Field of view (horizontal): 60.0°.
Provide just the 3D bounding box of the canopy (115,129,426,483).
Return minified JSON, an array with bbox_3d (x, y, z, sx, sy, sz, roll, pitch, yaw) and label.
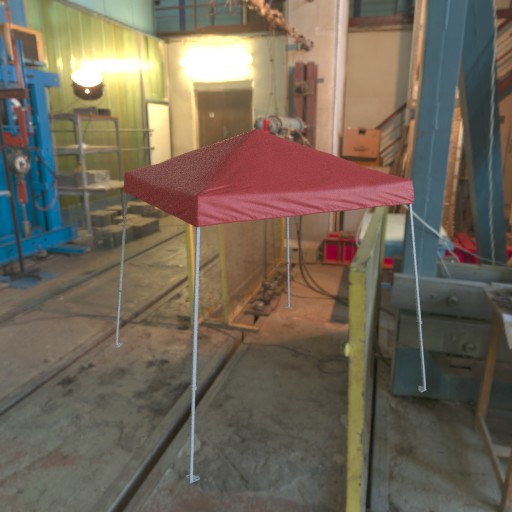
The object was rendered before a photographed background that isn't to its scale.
[{"bbox_3d":[0.000,0.000,6.540,3.600,3.600,3.599,-9,18,-28],"label":"canopy"}]
